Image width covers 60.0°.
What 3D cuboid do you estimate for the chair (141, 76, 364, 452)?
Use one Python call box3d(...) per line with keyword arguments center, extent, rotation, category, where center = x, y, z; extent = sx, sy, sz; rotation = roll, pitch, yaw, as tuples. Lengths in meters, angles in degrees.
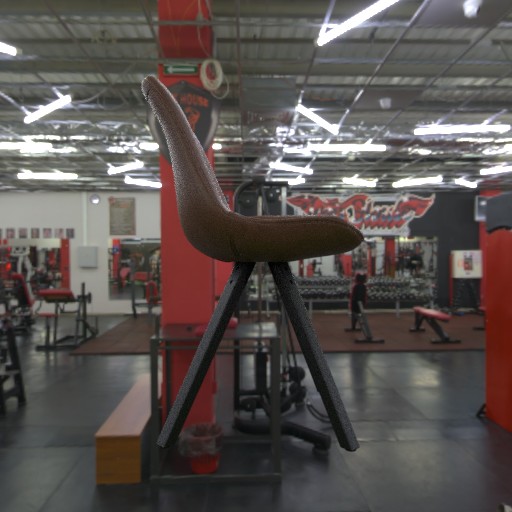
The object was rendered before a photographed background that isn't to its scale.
box3d(center=(0.000, 0.000, 1.173), extent=(0.550, 0.850, 0.475), rotation=(0, 0, 1), category="chair")
